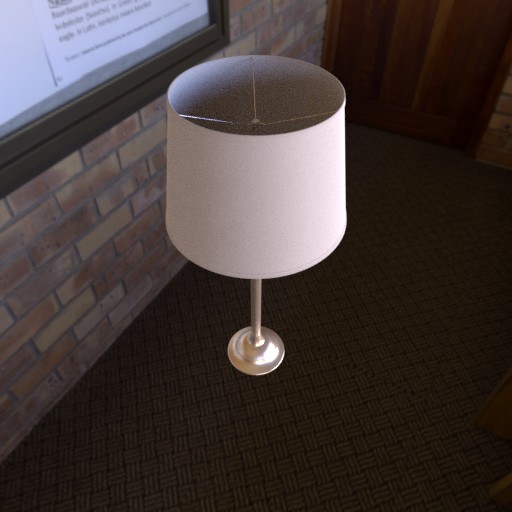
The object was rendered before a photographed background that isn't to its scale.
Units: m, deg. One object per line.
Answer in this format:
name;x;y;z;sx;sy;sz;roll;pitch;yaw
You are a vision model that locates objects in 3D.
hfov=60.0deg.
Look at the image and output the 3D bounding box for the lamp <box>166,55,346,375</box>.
lamp;0.000;0.000;0.902;0.331;0.698;0.331;0;45;0
